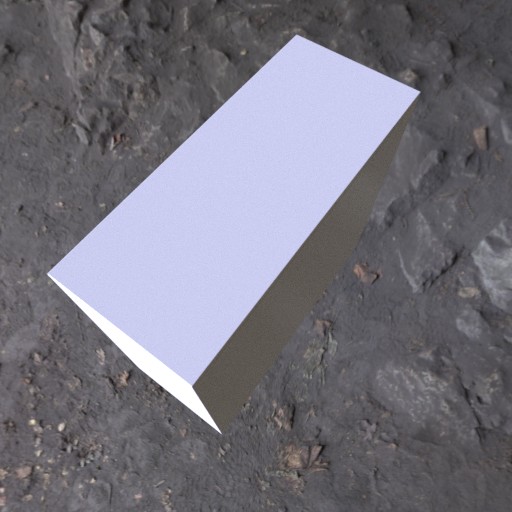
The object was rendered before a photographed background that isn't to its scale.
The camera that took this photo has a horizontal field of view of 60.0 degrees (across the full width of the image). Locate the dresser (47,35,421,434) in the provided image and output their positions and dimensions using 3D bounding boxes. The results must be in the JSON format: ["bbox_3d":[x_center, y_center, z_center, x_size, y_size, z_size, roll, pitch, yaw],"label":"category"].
[{"bbox_3d":[0.000,0.000,1.665,0.460,1.000,1.100,33,67,16],"label":"dresser"}]
